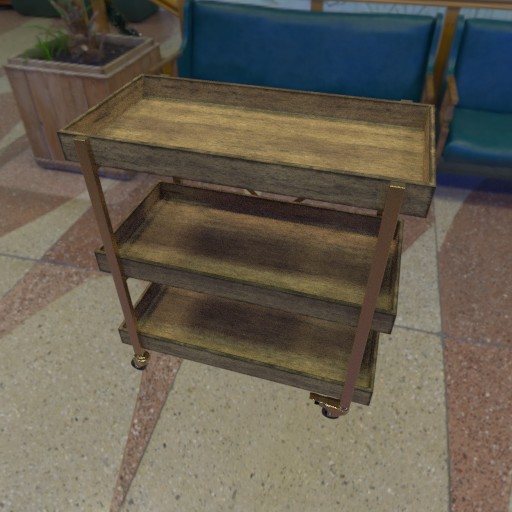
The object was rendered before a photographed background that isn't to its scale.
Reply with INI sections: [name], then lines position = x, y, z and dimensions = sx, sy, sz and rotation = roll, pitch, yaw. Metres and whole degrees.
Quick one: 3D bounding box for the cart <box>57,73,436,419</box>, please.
[cart]
position = 0.000, 0.000, 1.228
dimensions = 0.750, 0.799, 0.416
rotation = 11, 42, 13
